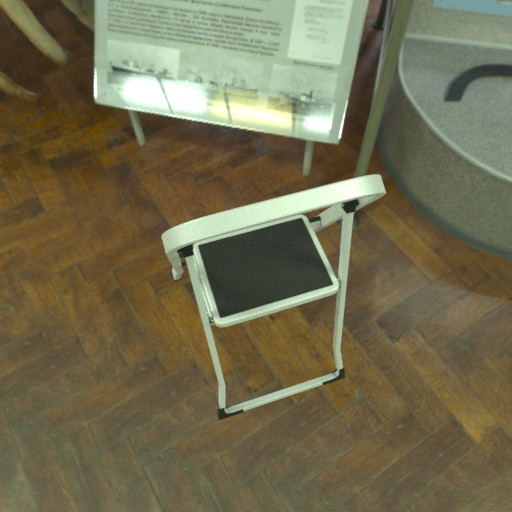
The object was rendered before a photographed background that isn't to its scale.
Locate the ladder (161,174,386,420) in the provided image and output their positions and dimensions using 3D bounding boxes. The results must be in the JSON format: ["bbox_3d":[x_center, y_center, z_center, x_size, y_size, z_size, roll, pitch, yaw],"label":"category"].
[{"bbox_3d":[0.000,0.000,1.136,0.460,0.810,0.544,-15,59,-9],"label":"ladder"}]
